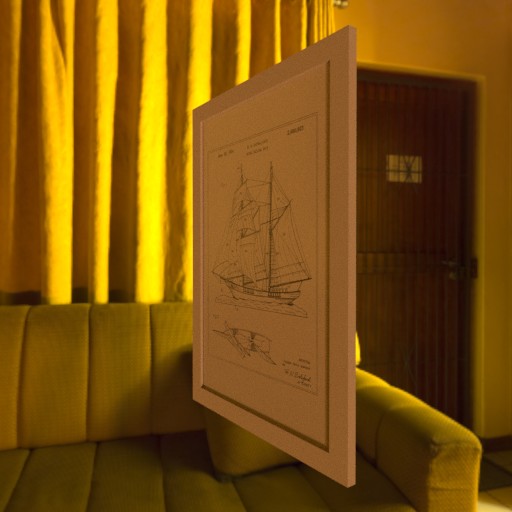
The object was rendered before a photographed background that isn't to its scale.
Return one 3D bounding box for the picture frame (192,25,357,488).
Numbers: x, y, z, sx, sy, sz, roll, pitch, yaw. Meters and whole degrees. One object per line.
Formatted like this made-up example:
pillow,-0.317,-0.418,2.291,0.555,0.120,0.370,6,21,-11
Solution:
picture frame,0.000,0.000,0.574,0.011,0.459,0.326,-1,1,-36
